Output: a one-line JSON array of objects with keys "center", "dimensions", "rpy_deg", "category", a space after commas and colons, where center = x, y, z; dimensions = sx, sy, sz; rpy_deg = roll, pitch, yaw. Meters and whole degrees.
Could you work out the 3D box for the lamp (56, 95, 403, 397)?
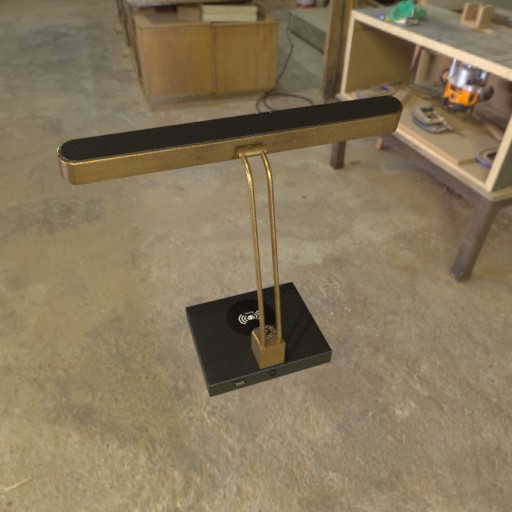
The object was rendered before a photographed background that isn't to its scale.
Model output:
[{"center": [0.000, 0.000, 0.582], "dimensions": [0.412, 0.345, 0.156], "rpy_deg": [-12, 42, -14], "category": "lamp"}]
